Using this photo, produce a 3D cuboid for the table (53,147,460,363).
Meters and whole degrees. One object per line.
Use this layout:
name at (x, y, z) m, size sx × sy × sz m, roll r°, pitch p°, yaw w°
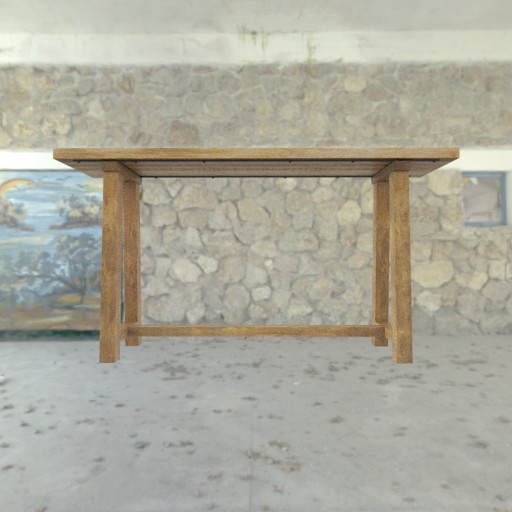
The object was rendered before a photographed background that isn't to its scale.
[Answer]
table at (0.000, 0.000, 1.861) m, size 1.524 × 0.810 × 0.405 m, roll 0°, pitch 0°, yaw 0°
